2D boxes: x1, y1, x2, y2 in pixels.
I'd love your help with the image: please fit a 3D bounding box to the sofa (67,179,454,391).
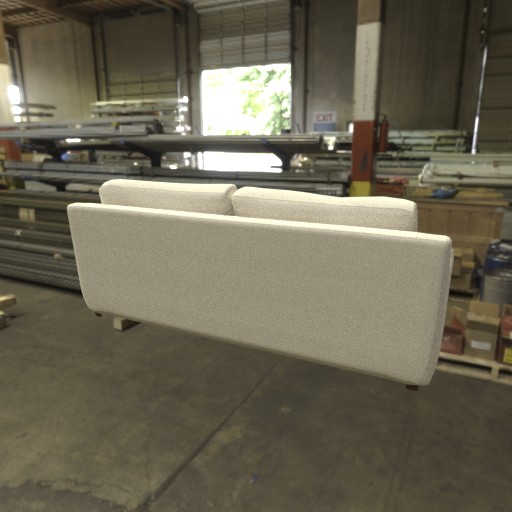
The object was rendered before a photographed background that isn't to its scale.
[{"bbox_3d":[0.000,0.000,3.058,2.470,1.022,1.009,7,17,25],"label":"sofa"}]
